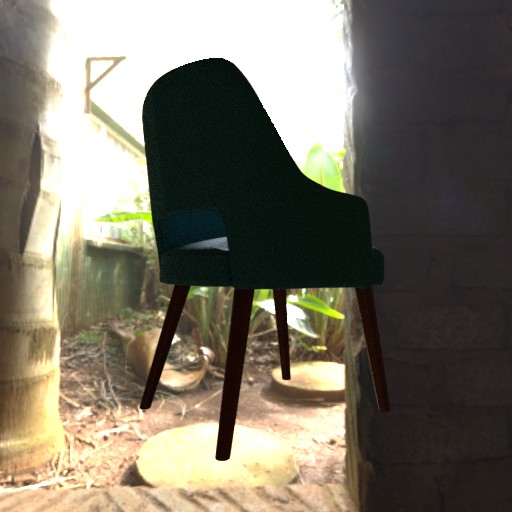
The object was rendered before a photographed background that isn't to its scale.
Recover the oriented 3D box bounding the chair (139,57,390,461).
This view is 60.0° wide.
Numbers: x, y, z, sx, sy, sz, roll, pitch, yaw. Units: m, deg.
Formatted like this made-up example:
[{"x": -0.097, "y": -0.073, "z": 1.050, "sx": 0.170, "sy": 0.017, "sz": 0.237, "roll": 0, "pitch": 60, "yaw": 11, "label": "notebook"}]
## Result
[{"x": 0.000, "y": 0.000, "z": 1.227, "sx": 0.605, "sy": 0.849, "sz": 0.548, "roll": 1, "pitch": -2, "yaw": -37, "label": "chair"}]
